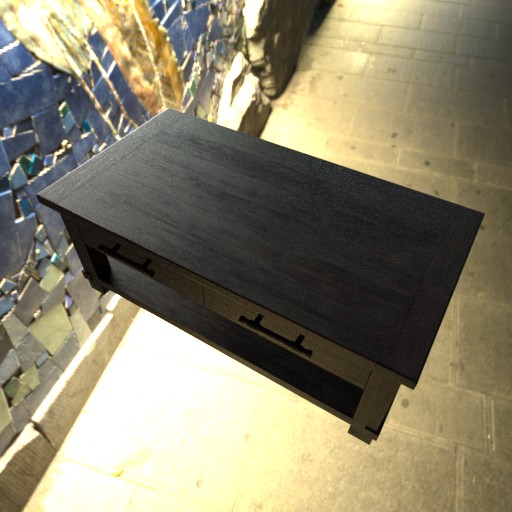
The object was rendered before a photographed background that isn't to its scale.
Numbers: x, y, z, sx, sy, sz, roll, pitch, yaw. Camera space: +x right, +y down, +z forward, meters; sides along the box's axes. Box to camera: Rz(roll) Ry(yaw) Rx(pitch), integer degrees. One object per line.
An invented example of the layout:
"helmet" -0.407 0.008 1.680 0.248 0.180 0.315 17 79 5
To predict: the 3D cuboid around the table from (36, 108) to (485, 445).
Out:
"table" 0.000 0.000 1.595 1.270 0.494 0.700 24 51 21
